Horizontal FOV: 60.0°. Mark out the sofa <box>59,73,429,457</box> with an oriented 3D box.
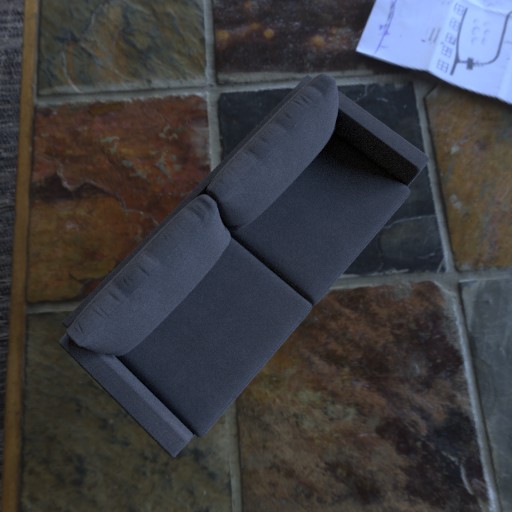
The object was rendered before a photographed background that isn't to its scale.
[{"bbox_3d":[0.000,0.000,2.561,0.880,0.880,2.100,41,79,10],"label":"sofa"}]
